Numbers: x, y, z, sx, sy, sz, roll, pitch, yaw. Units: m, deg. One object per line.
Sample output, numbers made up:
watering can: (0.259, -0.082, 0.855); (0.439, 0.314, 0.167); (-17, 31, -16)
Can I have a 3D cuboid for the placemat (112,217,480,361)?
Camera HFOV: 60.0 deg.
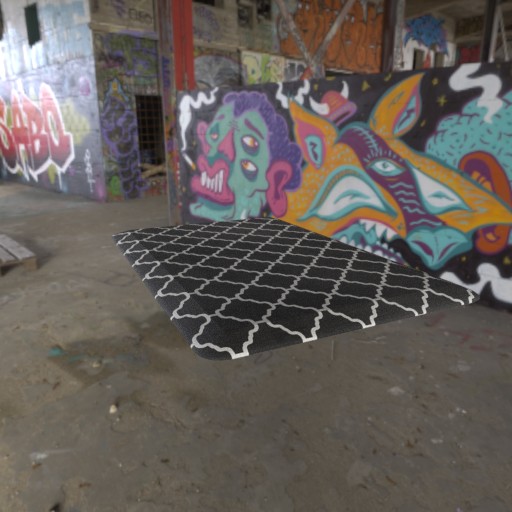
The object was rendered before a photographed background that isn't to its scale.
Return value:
placemat: (0.000, 0.000, 0.968); (0.508, 0.021, 0.762); (-8, 18, -25)
